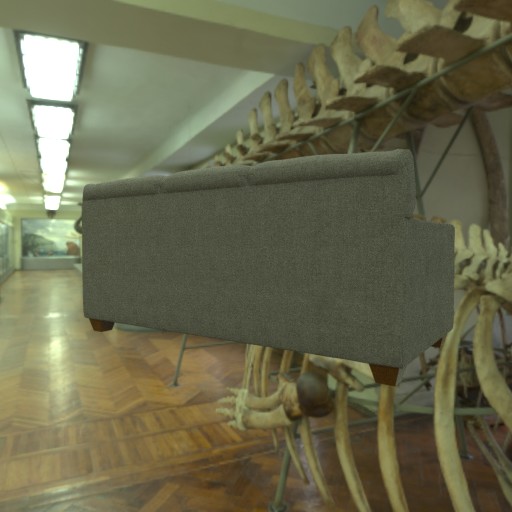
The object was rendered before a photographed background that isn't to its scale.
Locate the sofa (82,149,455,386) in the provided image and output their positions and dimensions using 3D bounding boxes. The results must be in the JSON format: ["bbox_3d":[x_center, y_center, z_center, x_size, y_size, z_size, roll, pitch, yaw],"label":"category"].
[{"bbox_3d":[0.000,0.000,2.610,2.024,0.958,0.997,1,2,35],"label":"sofa"}]
